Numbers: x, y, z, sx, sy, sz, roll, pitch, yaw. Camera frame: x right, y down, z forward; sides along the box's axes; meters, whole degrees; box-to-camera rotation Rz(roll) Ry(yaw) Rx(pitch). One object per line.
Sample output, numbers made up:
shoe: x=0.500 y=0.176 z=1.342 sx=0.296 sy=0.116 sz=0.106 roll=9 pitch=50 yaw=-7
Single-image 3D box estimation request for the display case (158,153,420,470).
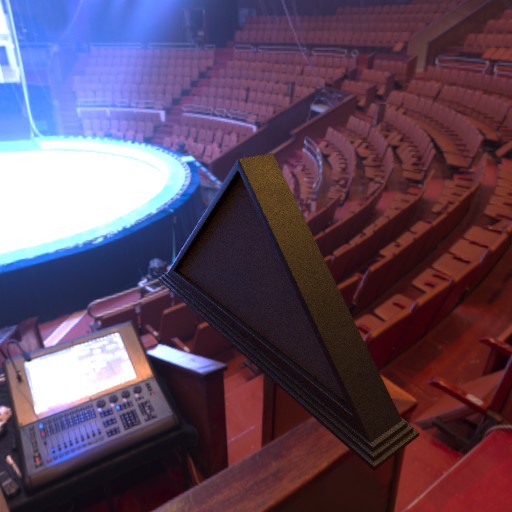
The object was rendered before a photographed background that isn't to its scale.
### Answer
display case: x=0.000 y=0.000 z=0.754 sx=0.095 sy=0.340 sz=0.640 roll=-17 pitch=30 yaw=-32
